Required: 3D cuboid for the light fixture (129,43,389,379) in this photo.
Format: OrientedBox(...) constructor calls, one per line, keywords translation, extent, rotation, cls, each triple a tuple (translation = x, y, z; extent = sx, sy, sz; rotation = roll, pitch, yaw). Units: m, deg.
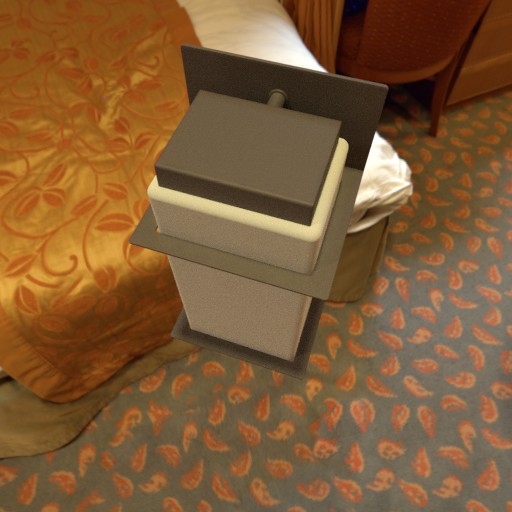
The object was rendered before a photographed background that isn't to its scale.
OrientedBox(translation=(0.000, 0.000, 0.433), extent=(0.153, 0.347, 0.146), rotation=(16, 60, 10), cls="light fixture")
